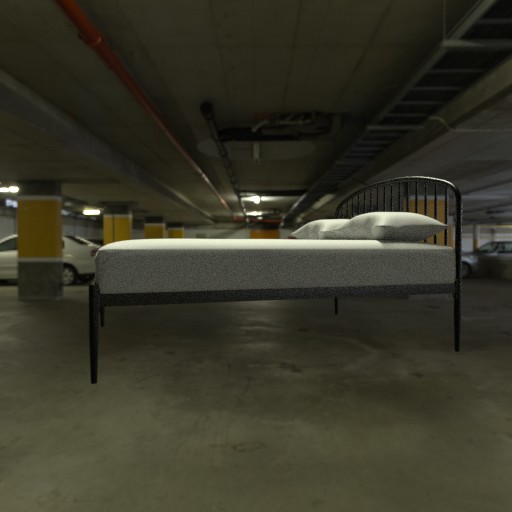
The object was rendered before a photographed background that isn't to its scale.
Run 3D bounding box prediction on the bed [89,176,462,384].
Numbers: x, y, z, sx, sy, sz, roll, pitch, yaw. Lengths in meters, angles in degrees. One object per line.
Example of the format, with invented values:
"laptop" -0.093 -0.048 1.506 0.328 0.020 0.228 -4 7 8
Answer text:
"bed" 0.000 0.000 3.164 2.159 1.166 1.618 0 1 -18
